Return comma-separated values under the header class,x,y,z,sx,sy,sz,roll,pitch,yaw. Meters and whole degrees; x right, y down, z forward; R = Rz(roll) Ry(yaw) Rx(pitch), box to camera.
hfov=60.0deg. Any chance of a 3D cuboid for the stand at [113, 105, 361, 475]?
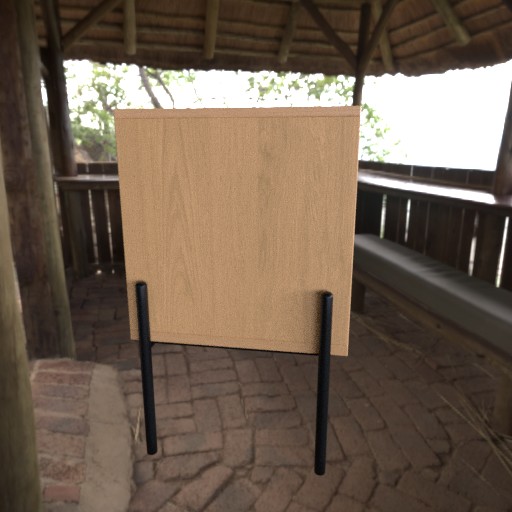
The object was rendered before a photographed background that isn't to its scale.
class,x,y,z,sx,sy,sz,roll,pitch,yaw
stand,0.000,0.000,1.008,0.400,0.600,0.630,2,14,9
